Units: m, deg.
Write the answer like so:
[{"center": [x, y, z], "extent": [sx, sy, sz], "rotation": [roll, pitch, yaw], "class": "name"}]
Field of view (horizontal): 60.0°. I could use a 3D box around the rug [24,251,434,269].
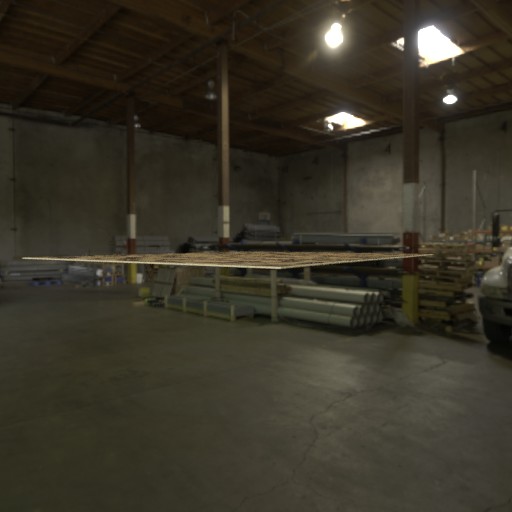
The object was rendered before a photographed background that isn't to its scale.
[{"center": [0.000, 0.000, 3.989], "extent": [2.380, 0.008, 2.977], "rotation": [1, 2, 35], "class": "rug"}]
